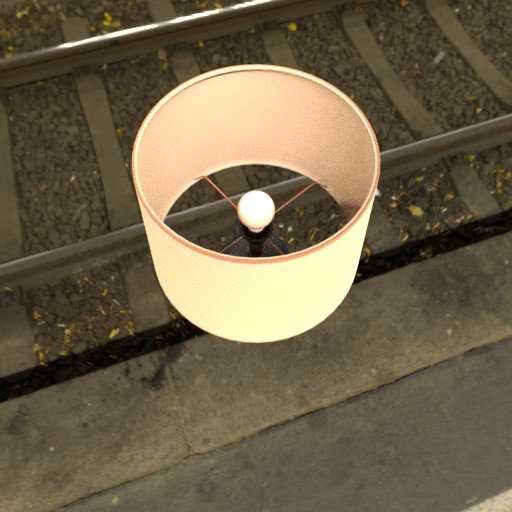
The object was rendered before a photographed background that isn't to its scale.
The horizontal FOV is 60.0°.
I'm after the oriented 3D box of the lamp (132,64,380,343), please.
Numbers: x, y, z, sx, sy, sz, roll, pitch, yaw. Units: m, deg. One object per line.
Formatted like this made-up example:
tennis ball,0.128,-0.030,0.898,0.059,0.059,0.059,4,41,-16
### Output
lamp,0.000,0.000,0.845,0.367,0.609,0.367,0,63,0
